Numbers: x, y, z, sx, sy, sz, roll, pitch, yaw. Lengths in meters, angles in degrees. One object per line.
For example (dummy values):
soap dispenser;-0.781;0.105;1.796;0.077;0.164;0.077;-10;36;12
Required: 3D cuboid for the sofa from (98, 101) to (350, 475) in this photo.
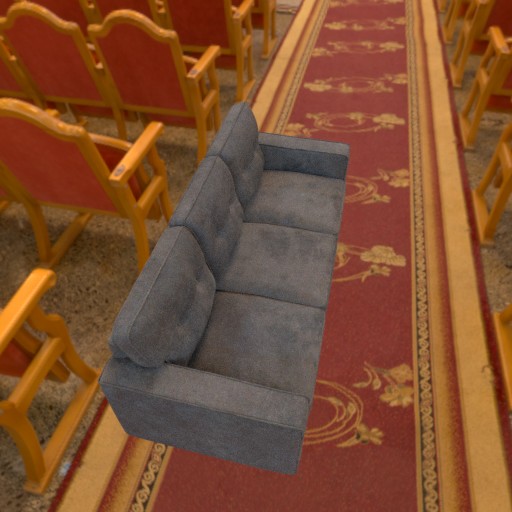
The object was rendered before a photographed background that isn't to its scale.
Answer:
sofa;0.000;0.000;2.668;0.939;0.965;2.133;10;48;9
